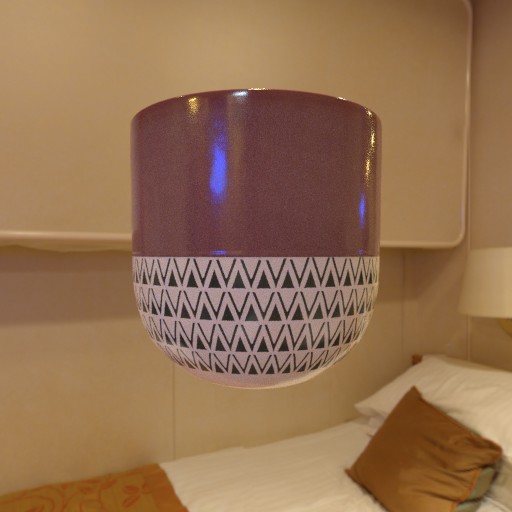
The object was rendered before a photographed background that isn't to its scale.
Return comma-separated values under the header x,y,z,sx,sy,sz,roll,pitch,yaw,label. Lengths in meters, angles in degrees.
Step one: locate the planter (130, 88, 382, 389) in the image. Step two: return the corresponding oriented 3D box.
x,y,z,sx,sy,sz,roll,pitch,yaw,label
0.000,0.000,0.487,0.266,0.270,0.266,0,0,0,planter
